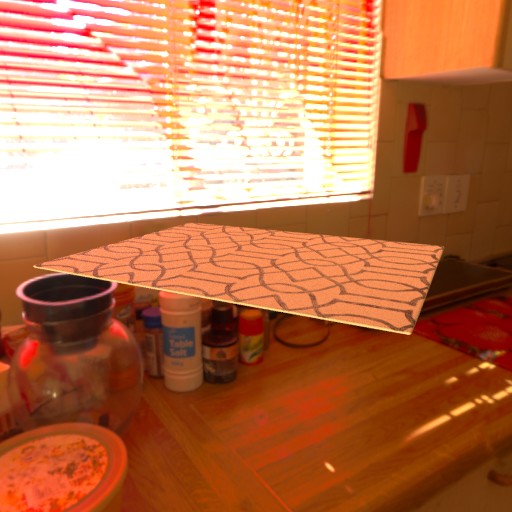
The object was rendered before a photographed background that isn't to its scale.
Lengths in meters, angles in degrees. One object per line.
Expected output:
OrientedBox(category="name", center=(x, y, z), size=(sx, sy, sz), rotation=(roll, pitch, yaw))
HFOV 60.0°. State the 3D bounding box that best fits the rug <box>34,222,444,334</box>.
OrientedBox(category="rug", center=(0.000, 0.000, 3.889), size=(2.910, 0.021, 2.211), rotation=(7, 16, 26))
